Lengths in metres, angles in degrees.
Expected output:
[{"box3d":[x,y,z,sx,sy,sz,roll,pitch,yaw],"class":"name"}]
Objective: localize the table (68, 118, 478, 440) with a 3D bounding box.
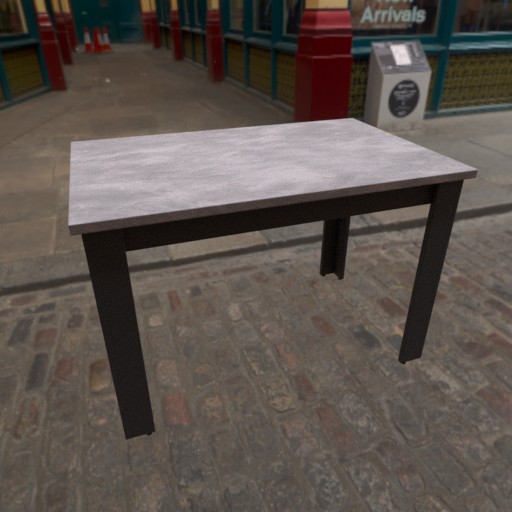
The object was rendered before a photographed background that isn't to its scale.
[{"box3d":[0.000,0.000,1.574,1.100,0.734,0.700,-10,31,-17],"class":"table"}]
